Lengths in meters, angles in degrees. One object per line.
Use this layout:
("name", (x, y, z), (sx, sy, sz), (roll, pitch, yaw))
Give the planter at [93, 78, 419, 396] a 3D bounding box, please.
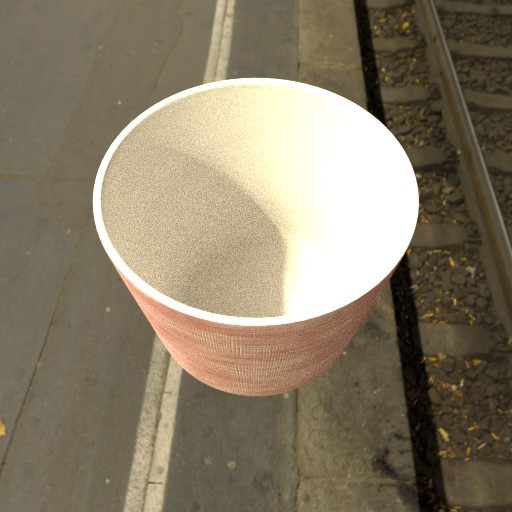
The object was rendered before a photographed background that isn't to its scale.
("planter", (0.000, 0.000, 0.775), (0.440, 0.398, 0.440), (0, 57, 0))
